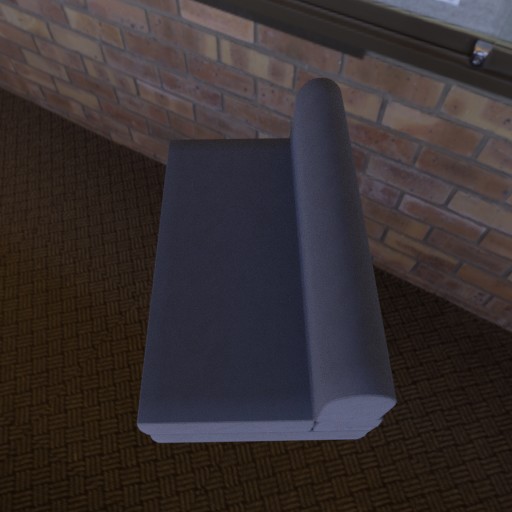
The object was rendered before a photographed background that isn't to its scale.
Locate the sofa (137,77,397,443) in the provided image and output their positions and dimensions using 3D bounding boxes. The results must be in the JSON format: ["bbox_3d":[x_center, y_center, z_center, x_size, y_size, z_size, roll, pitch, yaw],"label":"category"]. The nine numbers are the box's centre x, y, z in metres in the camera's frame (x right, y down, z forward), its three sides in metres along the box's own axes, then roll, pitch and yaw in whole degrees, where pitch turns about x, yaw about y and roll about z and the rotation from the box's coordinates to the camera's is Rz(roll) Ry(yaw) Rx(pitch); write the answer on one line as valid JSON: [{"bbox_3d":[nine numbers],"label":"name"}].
[{"bbox_3d":[0.000,0.000,1.669,0.762,0.660,1.219,-1,59,-1],"label":"sofa"}]
